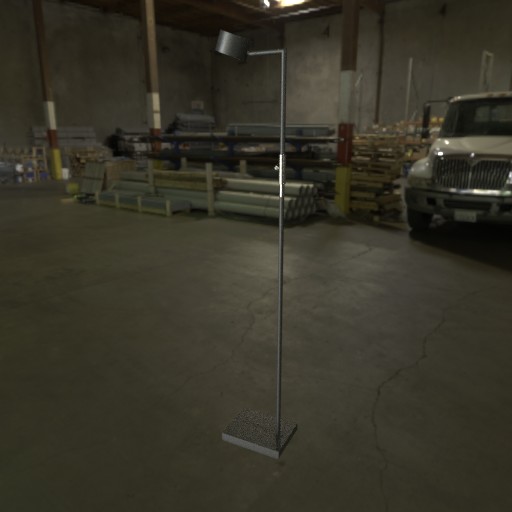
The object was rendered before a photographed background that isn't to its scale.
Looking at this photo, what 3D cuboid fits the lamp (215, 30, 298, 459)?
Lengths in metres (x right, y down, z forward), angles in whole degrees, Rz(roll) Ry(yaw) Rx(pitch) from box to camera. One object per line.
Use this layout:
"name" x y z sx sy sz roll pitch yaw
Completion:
"lamp" 0.000 0.000 1.705 0.304 1.600 0.203 8 17 26
